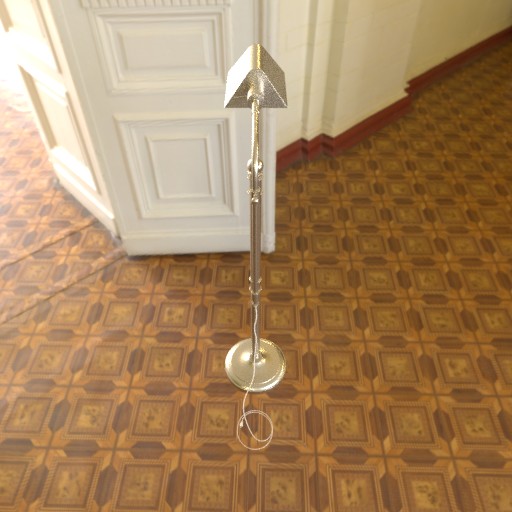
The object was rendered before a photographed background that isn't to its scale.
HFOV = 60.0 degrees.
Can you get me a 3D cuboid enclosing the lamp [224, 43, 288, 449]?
[{"bbox_3d":[0.000,0.000,0.952,0.159,0.708,0.546,1,46,1],"label":"lamp"}]
